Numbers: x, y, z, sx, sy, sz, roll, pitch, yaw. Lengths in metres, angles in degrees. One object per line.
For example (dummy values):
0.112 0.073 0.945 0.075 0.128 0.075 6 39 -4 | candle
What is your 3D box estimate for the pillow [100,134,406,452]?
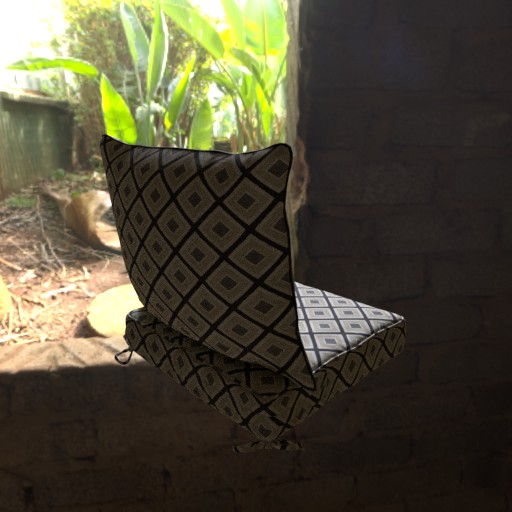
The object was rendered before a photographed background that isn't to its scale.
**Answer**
0.000 0.000 1.365 0.733 0.722 0.798 -15 23 -42 | pillow
